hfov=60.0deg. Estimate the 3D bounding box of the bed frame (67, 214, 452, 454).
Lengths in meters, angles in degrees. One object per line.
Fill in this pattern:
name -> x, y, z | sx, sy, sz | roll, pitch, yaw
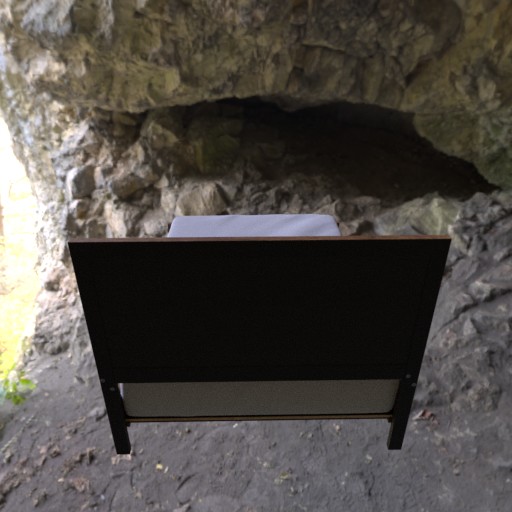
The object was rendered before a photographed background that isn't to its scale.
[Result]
bed frame -> 0.000, 0.000, 3.288 | 1.696, 1.417, 2.276 | -1, 29, -1
